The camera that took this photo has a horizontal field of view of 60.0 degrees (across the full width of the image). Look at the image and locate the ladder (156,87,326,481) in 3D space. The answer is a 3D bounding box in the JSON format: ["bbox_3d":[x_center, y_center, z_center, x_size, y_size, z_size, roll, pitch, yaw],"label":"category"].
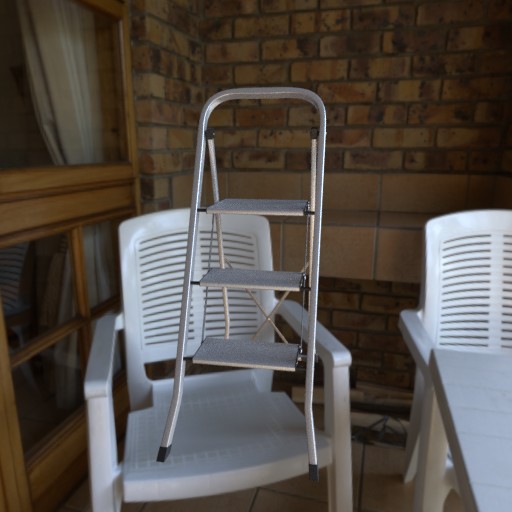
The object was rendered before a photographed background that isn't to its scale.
[{"bbox_3d":[0.000,0.000,1.447,0.465,1.070,0.704,2,14,9],"label":"ladder"}]
